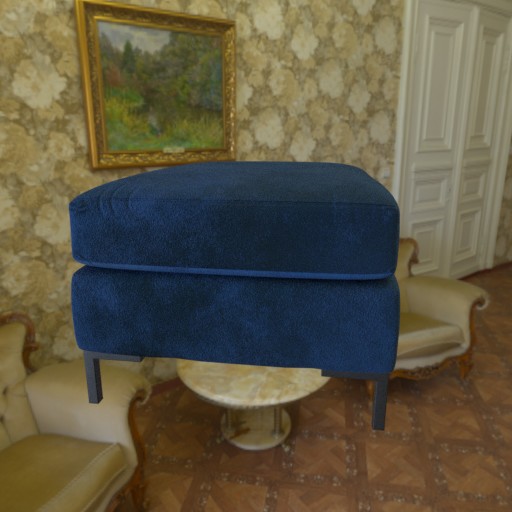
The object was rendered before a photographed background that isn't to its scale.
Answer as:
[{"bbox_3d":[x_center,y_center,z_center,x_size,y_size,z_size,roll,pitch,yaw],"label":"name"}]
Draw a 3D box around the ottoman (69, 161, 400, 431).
[{"bbox_3d":[0.000,0.000,1.198,0.655,0.485,0.794,2,15,8],"label":"ottoman"}]
